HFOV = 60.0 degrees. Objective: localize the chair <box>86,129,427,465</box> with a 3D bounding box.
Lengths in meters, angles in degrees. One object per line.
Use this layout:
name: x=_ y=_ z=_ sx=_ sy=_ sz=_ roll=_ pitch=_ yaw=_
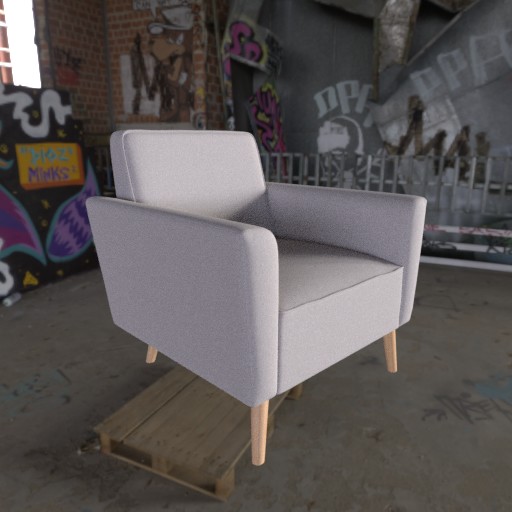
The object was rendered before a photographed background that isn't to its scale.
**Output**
chair: x=0.000 y=0.000 z=1.411 sx=0.780 sy=0.780 sz=0.750 roll=-14 pitch=20 yaw=-42
